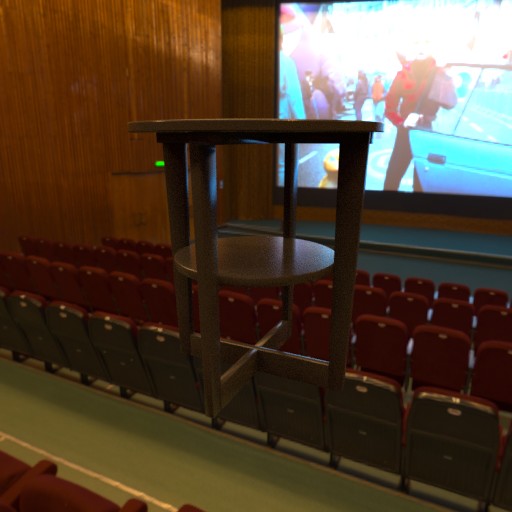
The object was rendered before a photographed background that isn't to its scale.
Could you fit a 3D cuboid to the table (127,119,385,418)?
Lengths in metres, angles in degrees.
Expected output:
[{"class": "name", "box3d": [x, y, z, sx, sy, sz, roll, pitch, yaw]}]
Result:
[{"class": "table", "box3d": [0.000, 0.000, 0.961, 0.500, 0.550, 0.500, 0, 15, 0]}]
